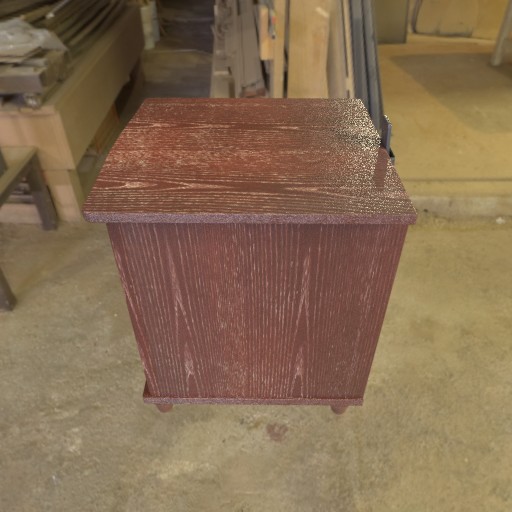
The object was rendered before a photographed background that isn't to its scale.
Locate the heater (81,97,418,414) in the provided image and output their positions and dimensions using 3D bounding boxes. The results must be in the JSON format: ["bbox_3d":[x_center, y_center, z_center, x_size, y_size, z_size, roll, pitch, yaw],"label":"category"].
[{"bbox_3d":[0.000,0.000,0.755,0.400,0.481,0.362,0,39,1],"label":"heater"}]
